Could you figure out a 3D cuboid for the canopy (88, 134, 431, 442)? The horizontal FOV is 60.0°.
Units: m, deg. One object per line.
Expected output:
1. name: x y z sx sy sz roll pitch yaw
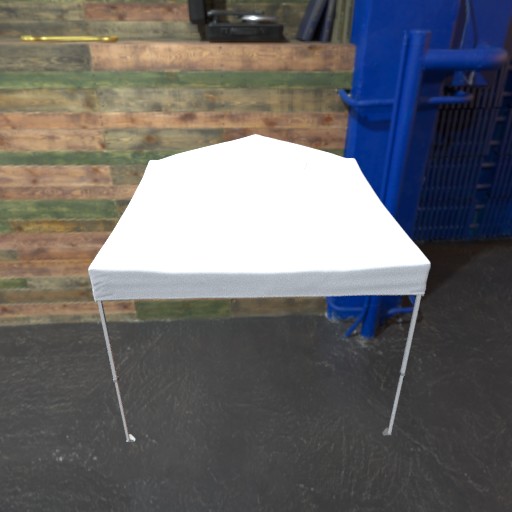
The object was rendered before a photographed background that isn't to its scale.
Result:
1. canopy: 0.000 0.000 5.489 2.996 2.997 2.998 -1 30 -2
